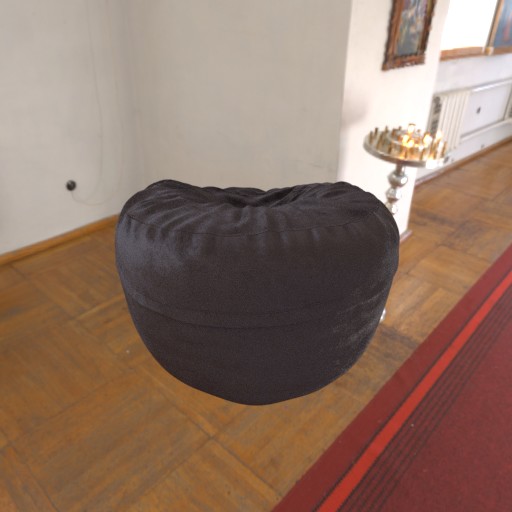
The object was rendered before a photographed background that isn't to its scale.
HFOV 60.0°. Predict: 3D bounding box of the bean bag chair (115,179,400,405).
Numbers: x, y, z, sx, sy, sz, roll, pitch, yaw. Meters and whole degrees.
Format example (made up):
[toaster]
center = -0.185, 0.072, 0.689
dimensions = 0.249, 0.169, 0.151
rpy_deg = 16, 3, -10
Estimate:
[bean bag chair]
center = 0.000, 0.000, 2.074
dimensions = 1.245, 0.821, 1.245
rpy_deg = 0, 31, 0
